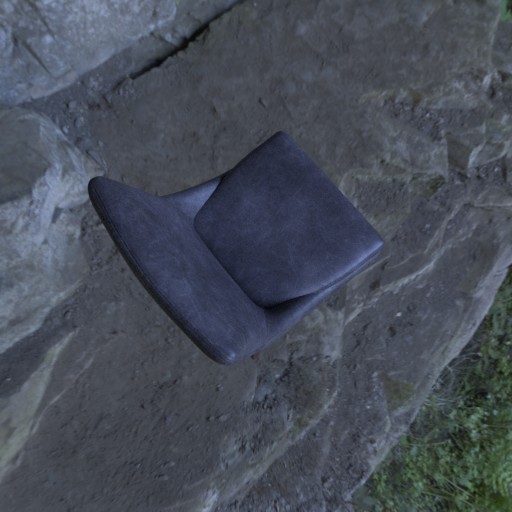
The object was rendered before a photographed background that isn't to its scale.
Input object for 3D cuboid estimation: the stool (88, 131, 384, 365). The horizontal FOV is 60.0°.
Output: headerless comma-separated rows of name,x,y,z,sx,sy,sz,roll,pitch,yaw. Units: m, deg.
stool,0.000,0.000,1.397,0.587,1.046,0.492,-38,78,-9
